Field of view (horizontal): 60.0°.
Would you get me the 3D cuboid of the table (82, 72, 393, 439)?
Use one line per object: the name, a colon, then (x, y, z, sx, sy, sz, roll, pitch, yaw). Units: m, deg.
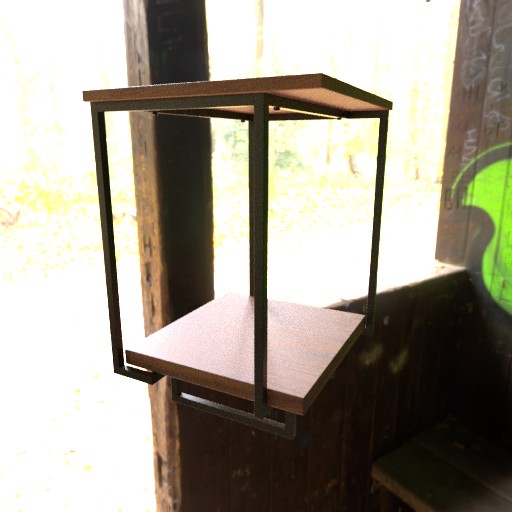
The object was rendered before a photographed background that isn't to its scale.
table: (0.000, 0.000, 0.834, 0.384, 0.567, 0.411, 7, 16, 27)
